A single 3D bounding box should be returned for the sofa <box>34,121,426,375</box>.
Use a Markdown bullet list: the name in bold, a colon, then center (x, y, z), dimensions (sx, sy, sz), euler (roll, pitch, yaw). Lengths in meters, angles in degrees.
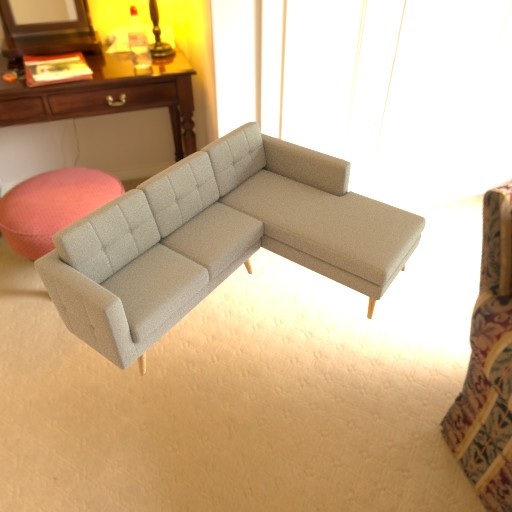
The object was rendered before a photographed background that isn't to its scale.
- **sofa**: center (0.000, 0.000, 2.851), dimensions (1.530, 0.860, 2.040), euler (25, 47, 26)
